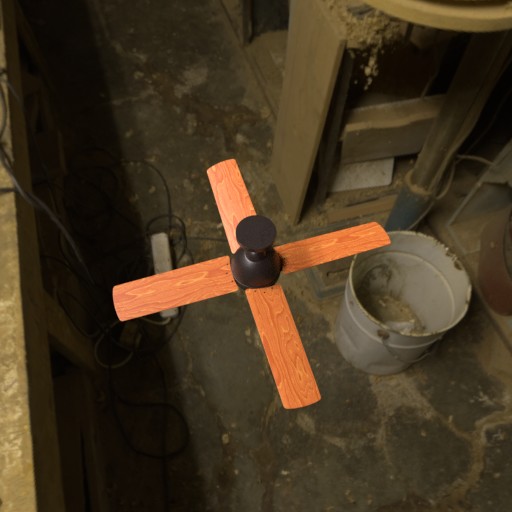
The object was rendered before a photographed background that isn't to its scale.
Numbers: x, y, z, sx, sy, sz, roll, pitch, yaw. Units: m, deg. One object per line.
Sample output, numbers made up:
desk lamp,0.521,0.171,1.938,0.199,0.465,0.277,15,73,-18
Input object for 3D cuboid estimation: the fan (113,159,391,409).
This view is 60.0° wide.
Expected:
fan,0.000,0.000,2.004,1.332,0.403,1.332,-15,61,-8
